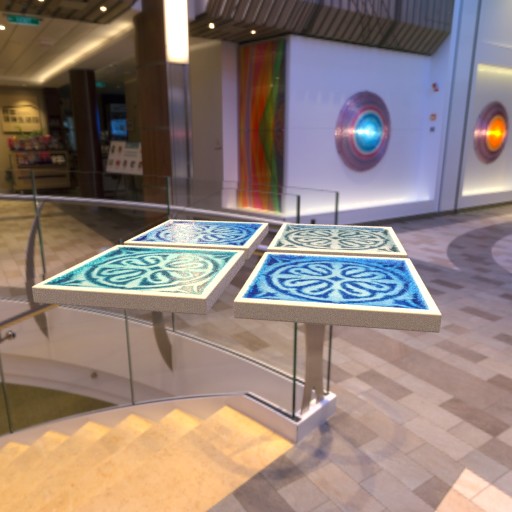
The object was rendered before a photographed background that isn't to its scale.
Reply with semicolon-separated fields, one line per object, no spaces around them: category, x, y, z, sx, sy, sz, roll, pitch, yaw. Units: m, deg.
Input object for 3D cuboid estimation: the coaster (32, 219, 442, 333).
coaster;0.000;0.000;0.333;0.219;0.010;0.214;3;15;10
